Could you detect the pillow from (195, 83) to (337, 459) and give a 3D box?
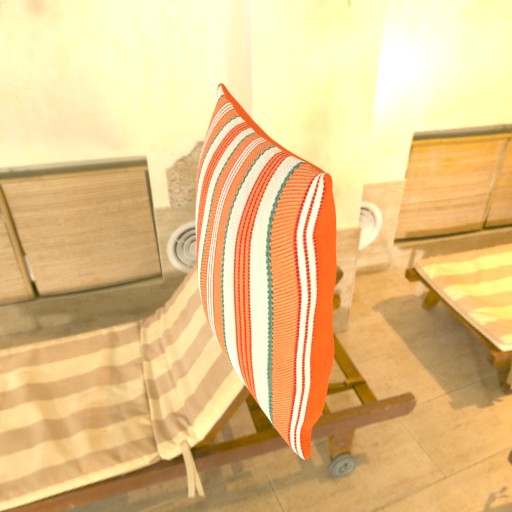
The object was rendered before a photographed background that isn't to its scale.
[{"bbox_3d":[0.000,0.000,0.691,0.182,0.441,0.440,-9,33,-15],"label":"pillow"}]
